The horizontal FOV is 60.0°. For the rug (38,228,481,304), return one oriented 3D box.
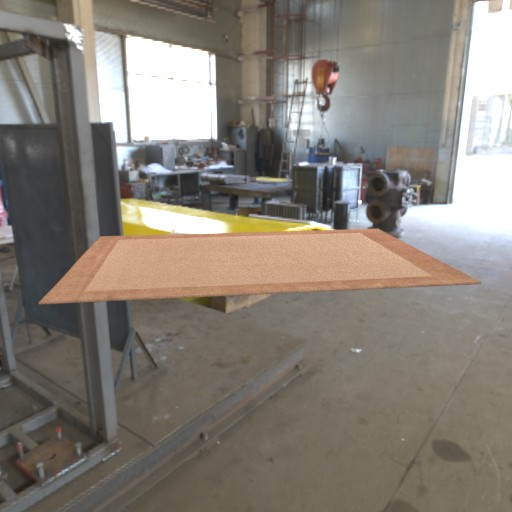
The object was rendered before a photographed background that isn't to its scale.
[{"bbox_3d":[0.000,0.000,3.139,2.438,0.014,1.524,-2,16,-7],"label":"rug"}]
